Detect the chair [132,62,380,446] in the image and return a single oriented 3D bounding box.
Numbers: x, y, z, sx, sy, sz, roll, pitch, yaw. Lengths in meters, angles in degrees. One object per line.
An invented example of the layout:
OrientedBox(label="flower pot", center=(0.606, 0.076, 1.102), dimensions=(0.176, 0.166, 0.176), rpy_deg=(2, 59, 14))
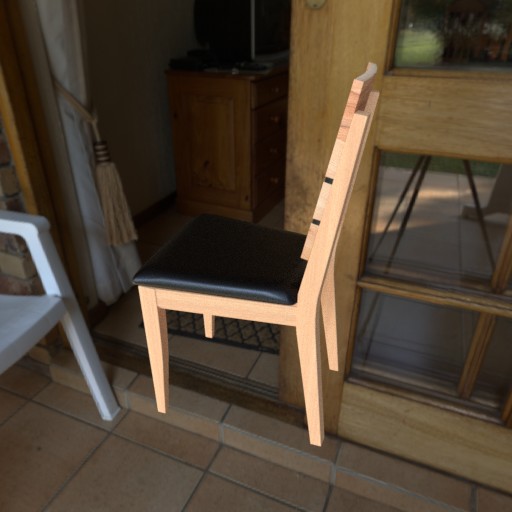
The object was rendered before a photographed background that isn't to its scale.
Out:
OrientedBox(label="chair", center=(0.000, 0.000, 1.185), dimensions=(0.520, 0.940, 0.410), rpy_deg=(9, 30, 15))
